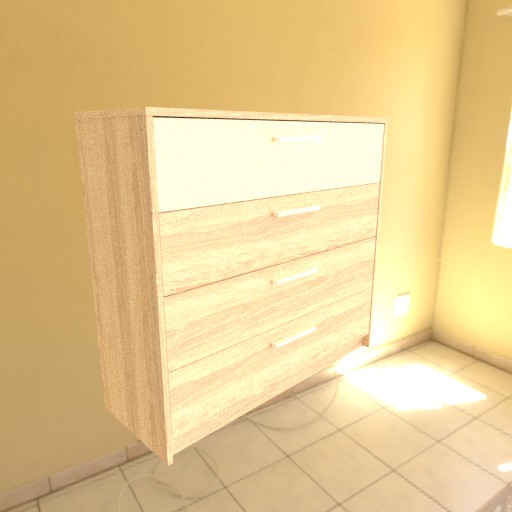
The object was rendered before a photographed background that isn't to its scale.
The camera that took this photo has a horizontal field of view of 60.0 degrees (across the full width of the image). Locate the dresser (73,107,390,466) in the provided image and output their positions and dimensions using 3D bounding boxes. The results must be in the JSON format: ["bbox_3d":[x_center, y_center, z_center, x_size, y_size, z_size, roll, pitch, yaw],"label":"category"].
[{"bbox_3d":[0.000,0.000,1.490,0.980,0.900,0.380,-14,21,-42],"label":"dresser"}]
